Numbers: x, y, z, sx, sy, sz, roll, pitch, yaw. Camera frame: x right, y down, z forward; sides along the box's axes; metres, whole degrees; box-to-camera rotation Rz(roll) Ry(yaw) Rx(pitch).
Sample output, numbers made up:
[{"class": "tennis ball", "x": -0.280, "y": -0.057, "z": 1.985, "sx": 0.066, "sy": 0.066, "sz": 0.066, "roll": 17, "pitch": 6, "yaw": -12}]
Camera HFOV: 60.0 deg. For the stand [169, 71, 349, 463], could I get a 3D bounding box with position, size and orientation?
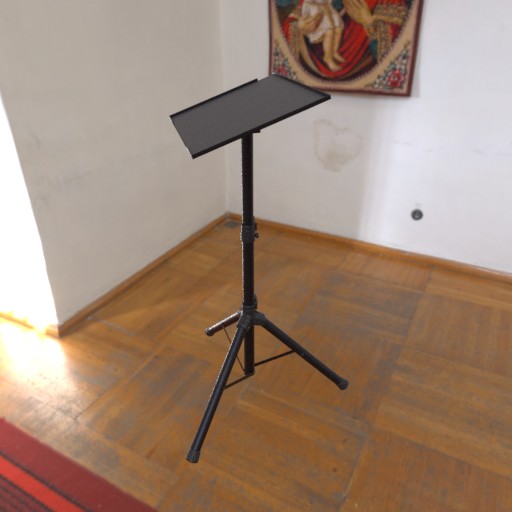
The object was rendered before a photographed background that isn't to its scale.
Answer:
[{"class": "stand", "x": 0.000, "y": 0.000, "z": 1.610, "sx": 0.702, "sy": 1.198, "sz": 0.702, "roll": -8, "pitch": 31, "yaw": -14}]
